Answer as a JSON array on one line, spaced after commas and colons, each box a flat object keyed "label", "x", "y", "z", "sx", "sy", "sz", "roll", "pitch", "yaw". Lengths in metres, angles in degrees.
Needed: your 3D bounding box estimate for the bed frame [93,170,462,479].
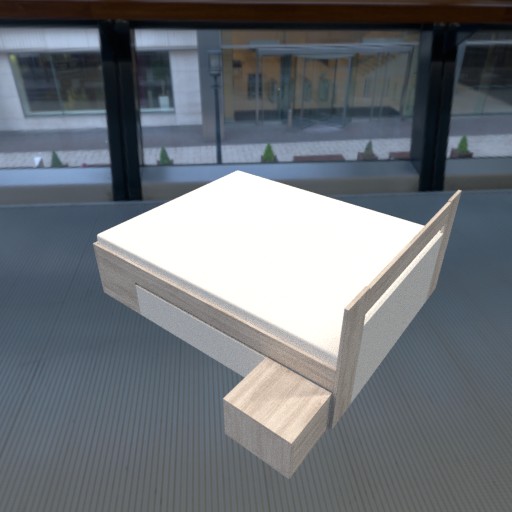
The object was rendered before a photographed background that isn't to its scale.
[{"label": "bed frame", "x": 0.000, "y": 0.000, "z": 3.175, "sx": 2.050, "sy": 0.860, "sz": 2.040, "roll": 23, "pitch": 39, "yaw": 31}]
